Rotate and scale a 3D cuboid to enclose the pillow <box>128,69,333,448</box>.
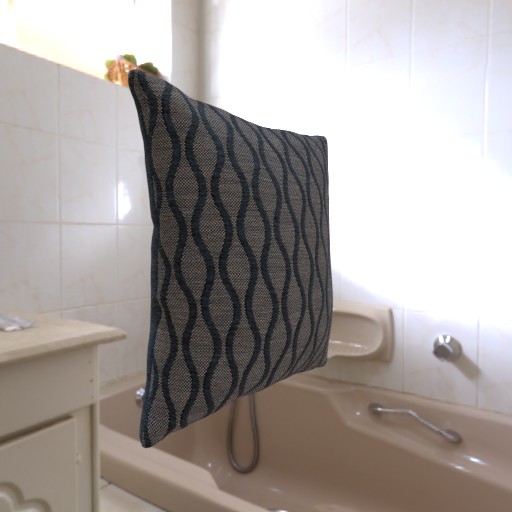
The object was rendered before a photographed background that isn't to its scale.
[{"bbox_3d":[0.000,0.000,0.662,0.159,0.435,0.435,2,3,37],"label":"pillow"}]
